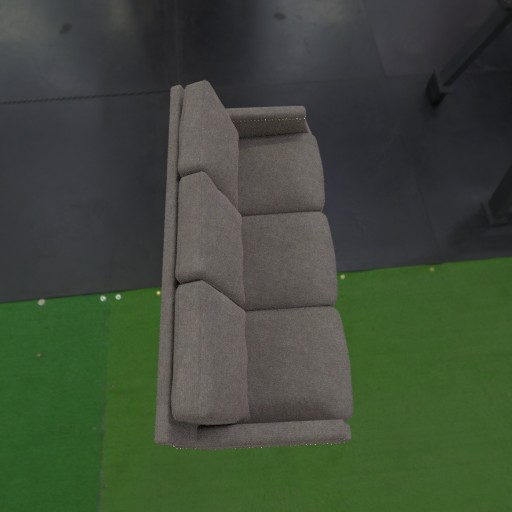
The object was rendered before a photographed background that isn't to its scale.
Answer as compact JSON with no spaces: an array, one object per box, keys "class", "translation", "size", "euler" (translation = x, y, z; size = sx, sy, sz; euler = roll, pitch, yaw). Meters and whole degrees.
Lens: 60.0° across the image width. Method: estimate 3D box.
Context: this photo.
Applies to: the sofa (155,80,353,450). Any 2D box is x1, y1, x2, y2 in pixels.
[{"class":"sofa","translation":[0.000,0.000,2.826],"size":[1.034,1.042,2.226],"euler":[-3,65,-1]}]
